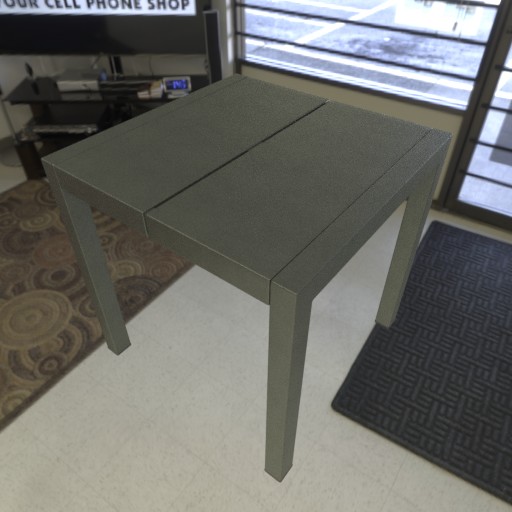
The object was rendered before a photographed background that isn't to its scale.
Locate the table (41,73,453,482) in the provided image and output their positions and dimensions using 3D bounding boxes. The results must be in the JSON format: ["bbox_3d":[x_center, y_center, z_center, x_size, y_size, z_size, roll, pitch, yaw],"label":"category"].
[{"bbox_3d":[0.000,0.000,0.929,0.508,0.508,0.508,27,48,27],"label":"table"}]
